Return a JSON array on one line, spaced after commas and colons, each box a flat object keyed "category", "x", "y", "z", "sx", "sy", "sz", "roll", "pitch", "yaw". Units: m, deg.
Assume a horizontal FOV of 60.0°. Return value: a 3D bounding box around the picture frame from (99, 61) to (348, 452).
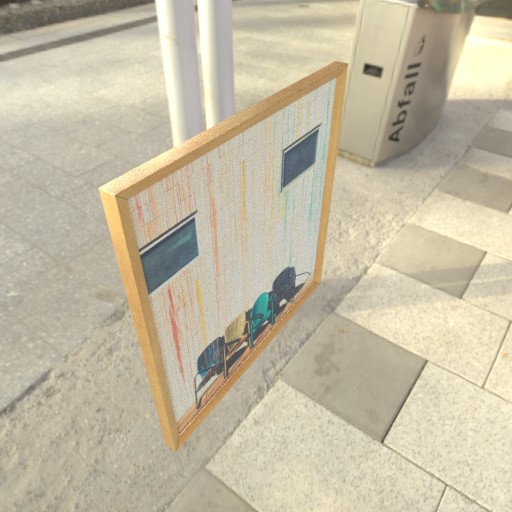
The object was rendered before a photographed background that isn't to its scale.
[{"category": "picture frame", "x": 0.000, "y": 0.000, "z": 1.127, "sx": 0.037, "sy": 0.761, "sz": 0.758, "roll": 24, "pitch": 45, "yaw": 26}]
